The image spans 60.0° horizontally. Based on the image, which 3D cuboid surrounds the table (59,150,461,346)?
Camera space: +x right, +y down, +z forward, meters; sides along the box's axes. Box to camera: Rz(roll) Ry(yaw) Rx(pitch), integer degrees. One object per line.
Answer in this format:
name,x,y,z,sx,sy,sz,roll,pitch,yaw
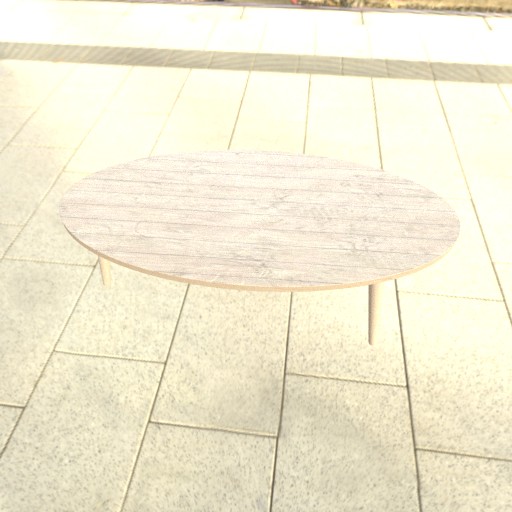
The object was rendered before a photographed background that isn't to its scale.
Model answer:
table,0.000,0.000,1.350,1.083,0.390,0.542,4,48,3
